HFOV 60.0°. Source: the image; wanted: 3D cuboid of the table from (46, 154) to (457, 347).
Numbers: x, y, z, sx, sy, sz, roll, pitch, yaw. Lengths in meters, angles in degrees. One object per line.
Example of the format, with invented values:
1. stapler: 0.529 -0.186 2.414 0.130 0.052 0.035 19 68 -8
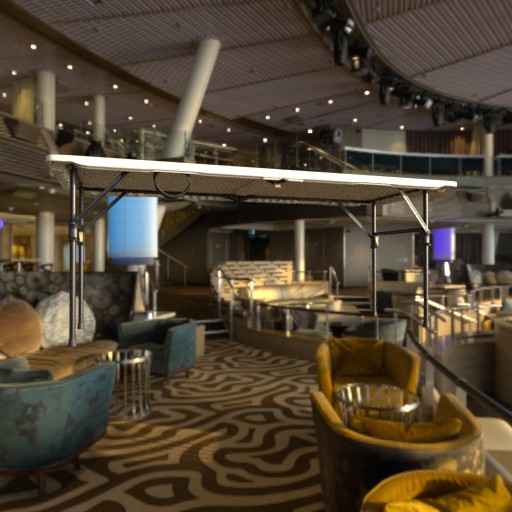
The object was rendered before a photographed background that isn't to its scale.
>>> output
1. table: 0.000 0.000 2.214 1.829 0.719 0.761 0 -1 -18
